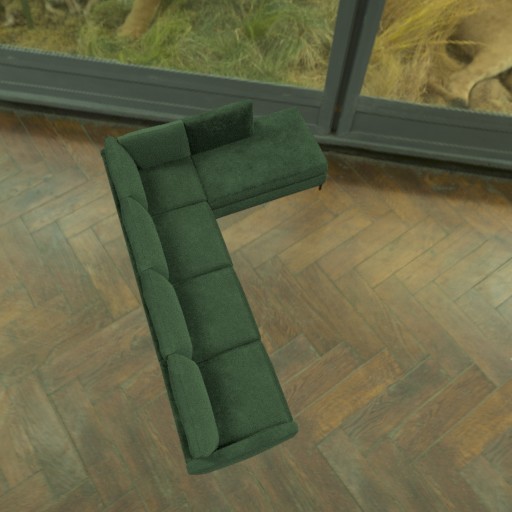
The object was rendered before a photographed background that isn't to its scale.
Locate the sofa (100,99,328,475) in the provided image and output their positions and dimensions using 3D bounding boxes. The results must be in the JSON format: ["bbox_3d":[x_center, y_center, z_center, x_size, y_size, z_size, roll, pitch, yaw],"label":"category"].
[{"bbox_3d":[0.000,0.000,3.233,1.707,0.687,2.486,-19,65,-9],"label":"sofa"}]
